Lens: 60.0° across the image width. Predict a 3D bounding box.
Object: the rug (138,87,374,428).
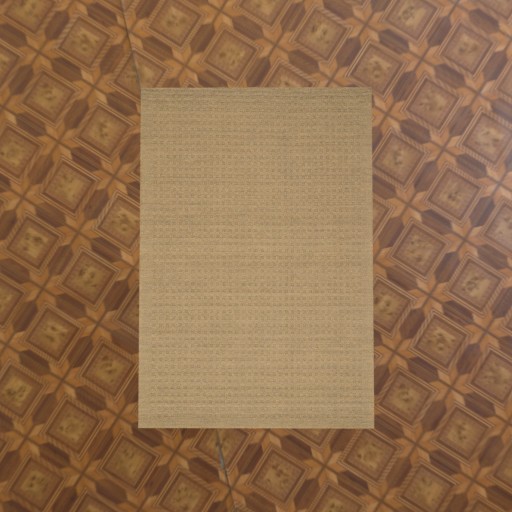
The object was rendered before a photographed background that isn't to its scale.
[{"bbox_3d":[0.000,0.000,3.766,1.981,0.006,2.895,0,88,0],"label":"rug"}]
